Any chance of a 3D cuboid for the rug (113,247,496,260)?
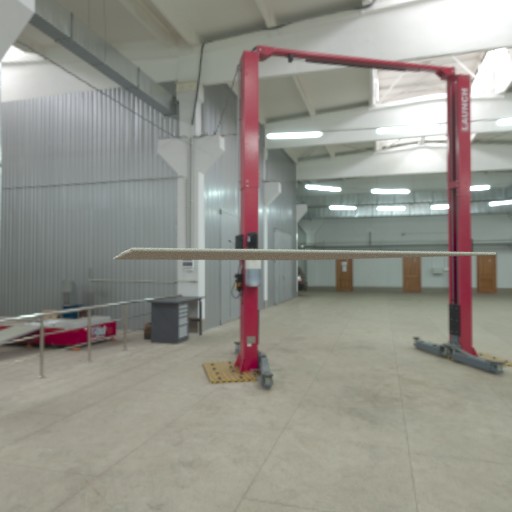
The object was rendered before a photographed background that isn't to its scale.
[{"bbox_3d":[0.000,0.000,3.875,2.311,0.032,2.921,0,-1,-19],"label":"rug"}]
